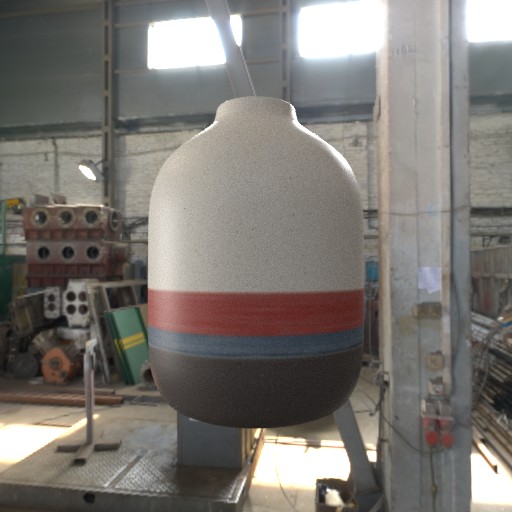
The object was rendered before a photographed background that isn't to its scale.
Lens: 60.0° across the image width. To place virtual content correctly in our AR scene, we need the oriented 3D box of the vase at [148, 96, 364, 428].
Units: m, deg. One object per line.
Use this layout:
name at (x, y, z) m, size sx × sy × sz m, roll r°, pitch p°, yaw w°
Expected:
vase at (0.000, 0.000, 0.358) m, size 0.169 × 0.237 × 0.169 m, roll 0°, pitch -1°, yaw 0°
